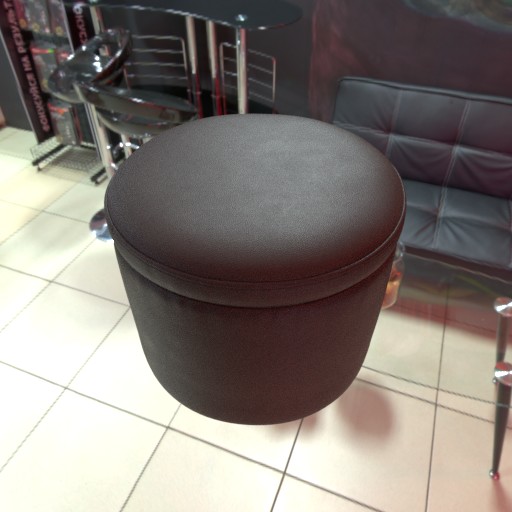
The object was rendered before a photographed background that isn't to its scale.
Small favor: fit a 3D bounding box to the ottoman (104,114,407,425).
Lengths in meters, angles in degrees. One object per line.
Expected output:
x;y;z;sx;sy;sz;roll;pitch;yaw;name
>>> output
0.000;0.000;0.857;0.500;0.409;0.500;0;42;0;ottoman
